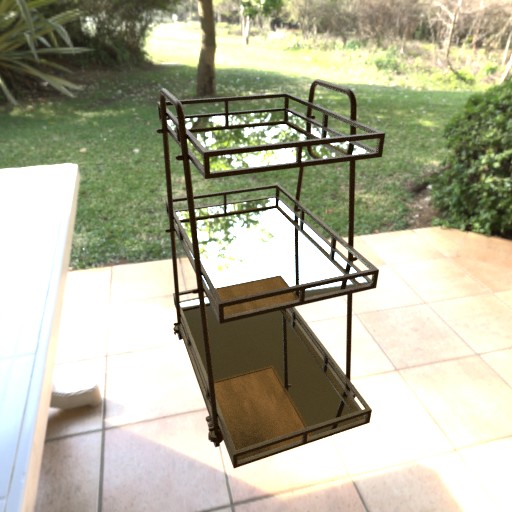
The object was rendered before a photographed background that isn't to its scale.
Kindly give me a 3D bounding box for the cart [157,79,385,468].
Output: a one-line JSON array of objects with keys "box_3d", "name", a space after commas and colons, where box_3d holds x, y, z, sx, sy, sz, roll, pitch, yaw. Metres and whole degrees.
[{"box_3d": [0.000, 0.000, 1.232, 0.441, 0.883, 0.711, -11, 32, -18], "name": "cart"}]
